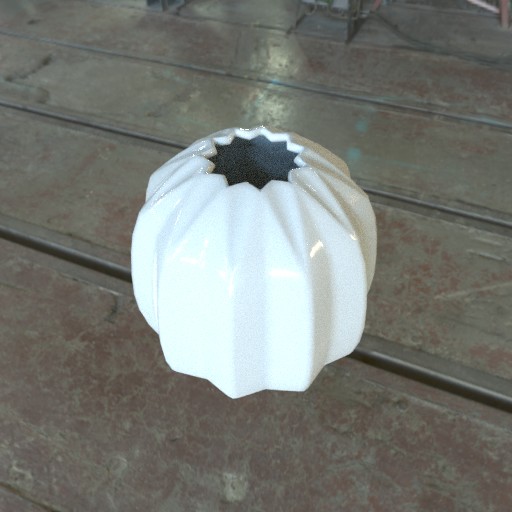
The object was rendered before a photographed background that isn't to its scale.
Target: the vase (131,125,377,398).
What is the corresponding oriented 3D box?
[{"bbox_3d":[0.000,0.000,0.251,0.139,0.134,0.139,0,47,0],"label":"vase"}]
